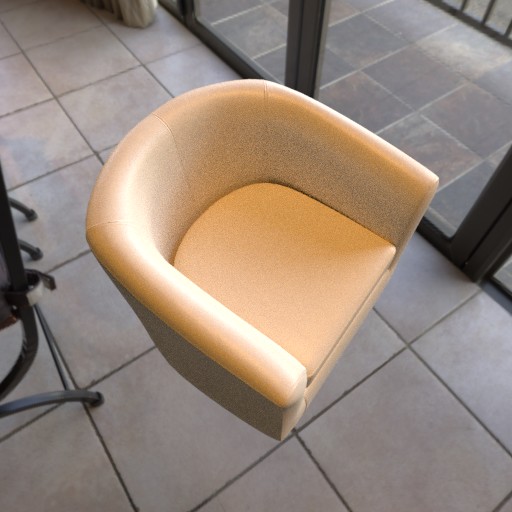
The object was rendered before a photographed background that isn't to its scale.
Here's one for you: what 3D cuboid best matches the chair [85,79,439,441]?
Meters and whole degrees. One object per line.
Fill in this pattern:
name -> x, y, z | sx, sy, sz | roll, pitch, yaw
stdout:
chair -> 0.000, 0.000, 1.371 | 0.727, 0.756, 0.792 | 32, 62, 19
